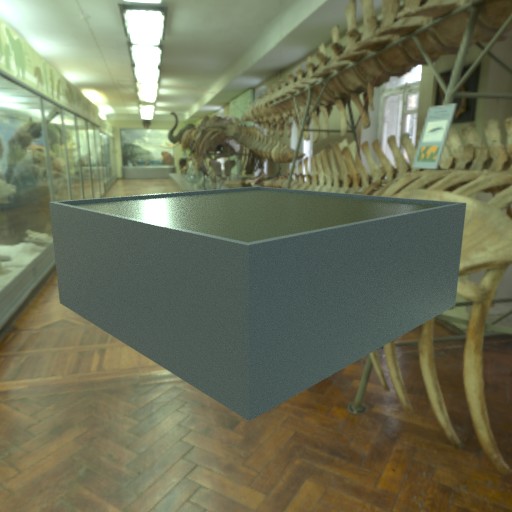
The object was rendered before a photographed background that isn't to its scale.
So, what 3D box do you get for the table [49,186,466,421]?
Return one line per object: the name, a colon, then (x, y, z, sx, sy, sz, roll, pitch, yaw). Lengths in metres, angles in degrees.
table: (0.000, 0.000, 1.237, 0.801, 0.299, 0.801, -12, 18, -42)
